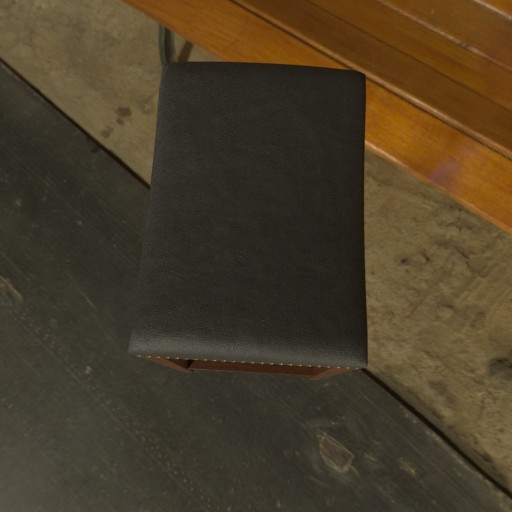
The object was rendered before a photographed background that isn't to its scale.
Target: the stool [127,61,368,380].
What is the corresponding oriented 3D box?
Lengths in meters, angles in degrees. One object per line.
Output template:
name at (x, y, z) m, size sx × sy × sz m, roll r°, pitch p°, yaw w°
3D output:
stool at (0.000, 0.000, 0.917) m, size 0.353 × 0.664 × 0.490 m, roll 3°, pitch 76°, yaw 1°
